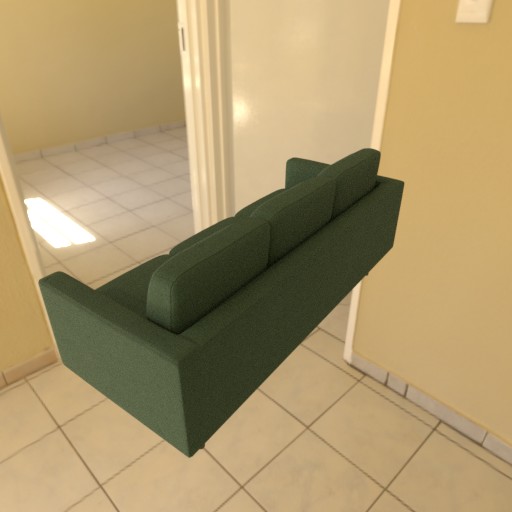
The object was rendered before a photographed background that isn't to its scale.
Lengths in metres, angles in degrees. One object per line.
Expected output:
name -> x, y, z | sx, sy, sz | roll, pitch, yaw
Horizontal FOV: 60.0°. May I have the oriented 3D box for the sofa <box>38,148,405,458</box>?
sofa -> 0.000, 0.000, 2.474 | 0.879, 0.899, 2.029 | 21, 37, 31
